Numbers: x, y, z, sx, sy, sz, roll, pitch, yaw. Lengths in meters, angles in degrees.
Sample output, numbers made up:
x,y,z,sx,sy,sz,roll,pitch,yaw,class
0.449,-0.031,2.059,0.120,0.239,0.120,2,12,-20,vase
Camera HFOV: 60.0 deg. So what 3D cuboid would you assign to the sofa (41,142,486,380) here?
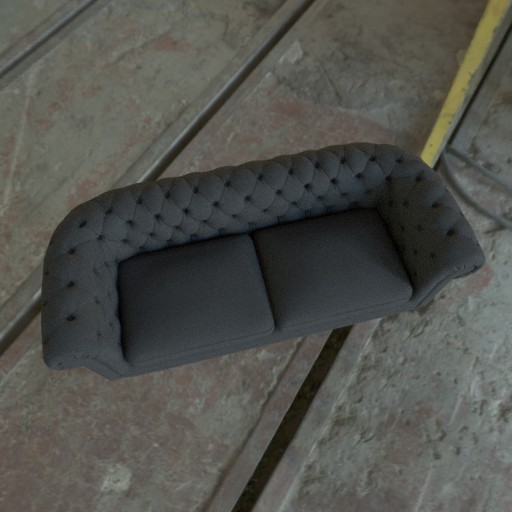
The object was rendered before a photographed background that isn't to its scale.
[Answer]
x,y,z,sx,sy,sz,roll,pitch,yaw,class
0.000,0.000,2.715,2.362,0.762,0.991,-12,64,-6,sofa
